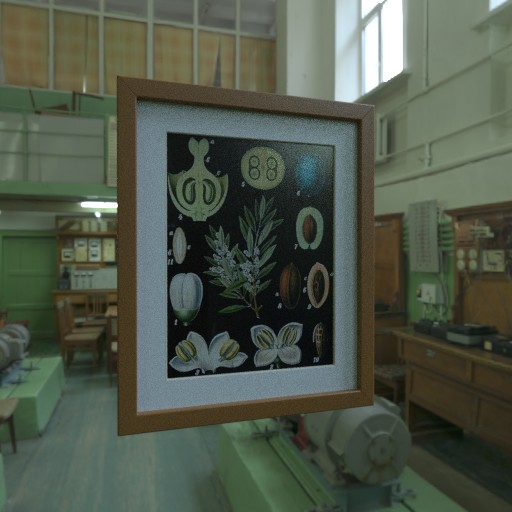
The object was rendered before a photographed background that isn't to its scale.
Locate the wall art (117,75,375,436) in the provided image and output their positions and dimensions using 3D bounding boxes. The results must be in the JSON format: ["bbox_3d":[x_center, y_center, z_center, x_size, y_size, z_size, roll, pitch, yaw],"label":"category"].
[{"bbox_3d":[0.000,0.000,0.751,0.449,0.550,0.021,0,0,-18],"label":"wall art"}]
